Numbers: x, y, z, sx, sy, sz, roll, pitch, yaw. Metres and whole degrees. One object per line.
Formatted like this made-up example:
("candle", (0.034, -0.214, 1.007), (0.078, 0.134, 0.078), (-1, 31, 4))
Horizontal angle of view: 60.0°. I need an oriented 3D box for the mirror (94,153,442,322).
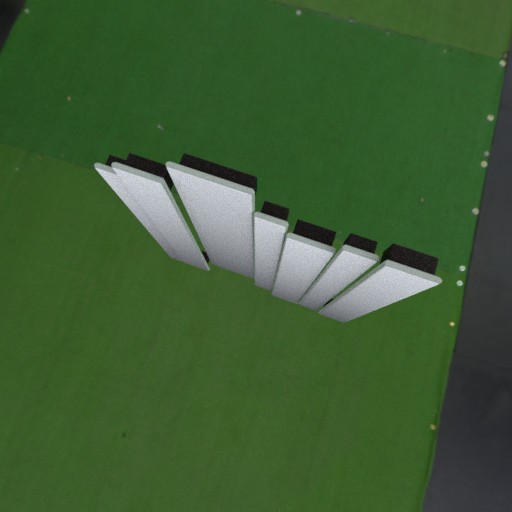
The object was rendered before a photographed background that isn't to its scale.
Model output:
("mirror", (0.000, 0.000, 0.792), (0.445, 0.611, 0.058), (19, 78, 4))
